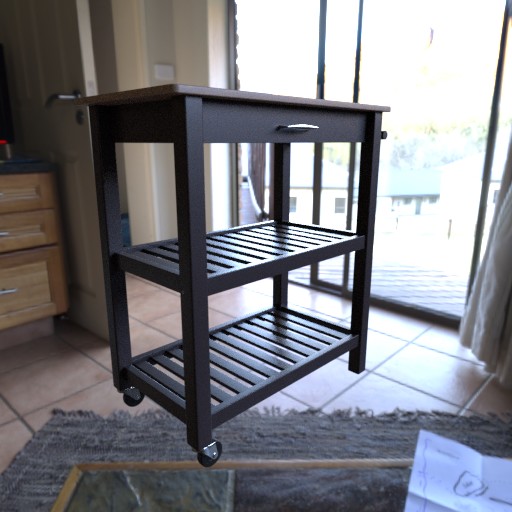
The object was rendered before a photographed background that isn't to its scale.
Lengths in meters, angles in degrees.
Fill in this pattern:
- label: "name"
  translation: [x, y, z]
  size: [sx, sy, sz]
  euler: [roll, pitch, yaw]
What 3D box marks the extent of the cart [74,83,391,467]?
- label: "cart"
  translation: [0.000, 0.000, 1.423]
  size: [0.899, 0.927, 0.457]
  euler: [-14, 20, -43]
